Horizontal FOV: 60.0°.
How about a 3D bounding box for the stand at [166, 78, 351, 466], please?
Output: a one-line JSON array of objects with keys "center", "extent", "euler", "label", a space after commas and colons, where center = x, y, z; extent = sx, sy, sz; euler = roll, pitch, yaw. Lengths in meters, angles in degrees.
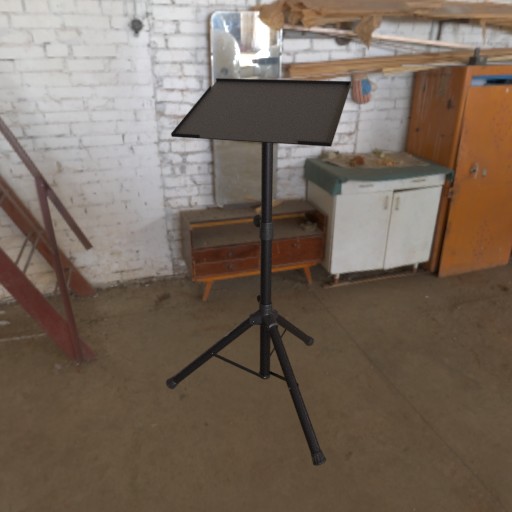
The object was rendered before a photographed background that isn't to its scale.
[{"center": [0.000, 0.000, 1.635], "extent": [0.702, 1.198, 0.702], "euler": [8, 27, 16], "label": "stand"}]
